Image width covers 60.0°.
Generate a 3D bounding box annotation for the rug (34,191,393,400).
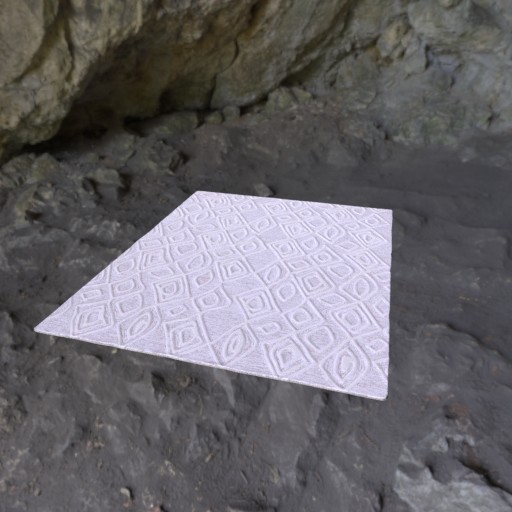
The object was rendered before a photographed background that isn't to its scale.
[{"bbox_3d":[0.000,0.000,4.150,2.449,0.025,3.049,7,29,14],"label":"rug"}]
